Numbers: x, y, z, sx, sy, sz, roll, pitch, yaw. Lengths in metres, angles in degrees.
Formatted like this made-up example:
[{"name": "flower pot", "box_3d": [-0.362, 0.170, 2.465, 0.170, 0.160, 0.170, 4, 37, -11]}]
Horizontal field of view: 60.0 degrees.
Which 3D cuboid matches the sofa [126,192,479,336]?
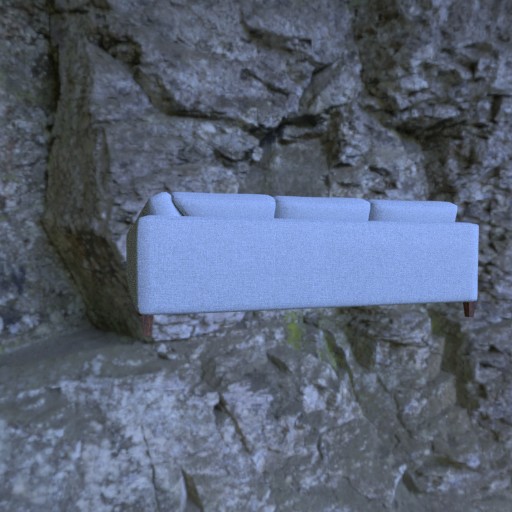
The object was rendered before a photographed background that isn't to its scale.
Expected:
[{"name": "sofa", "box_3d": [0.000, 0.000, 4.589, 2.551, 0.889, 3.403, 0, 1, -17]}]
